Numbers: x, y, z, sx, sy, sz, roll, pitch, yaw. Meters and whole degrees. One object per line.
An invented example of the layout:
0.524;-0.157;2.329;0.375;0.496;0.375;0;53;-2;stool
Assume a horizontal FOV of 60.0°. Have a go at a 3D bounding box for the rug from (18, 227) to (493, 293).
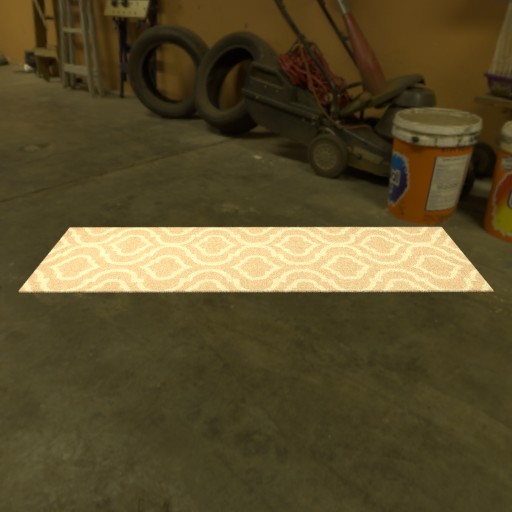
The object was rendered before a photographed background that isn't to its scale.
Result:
0.000;0.000;2.431;2.289;0.013;0.691;0;30;0;rug
